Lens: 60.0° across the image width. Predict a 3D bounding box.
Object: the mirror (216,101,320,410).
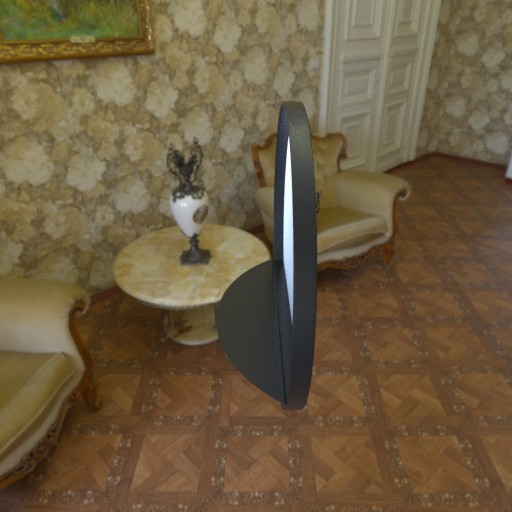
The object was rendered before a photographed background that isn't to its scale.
[{"bbox_3d":[0.000,0.000,0.694,0.133,0.457,0.457,0,28,0],"label":"mirror"}]
